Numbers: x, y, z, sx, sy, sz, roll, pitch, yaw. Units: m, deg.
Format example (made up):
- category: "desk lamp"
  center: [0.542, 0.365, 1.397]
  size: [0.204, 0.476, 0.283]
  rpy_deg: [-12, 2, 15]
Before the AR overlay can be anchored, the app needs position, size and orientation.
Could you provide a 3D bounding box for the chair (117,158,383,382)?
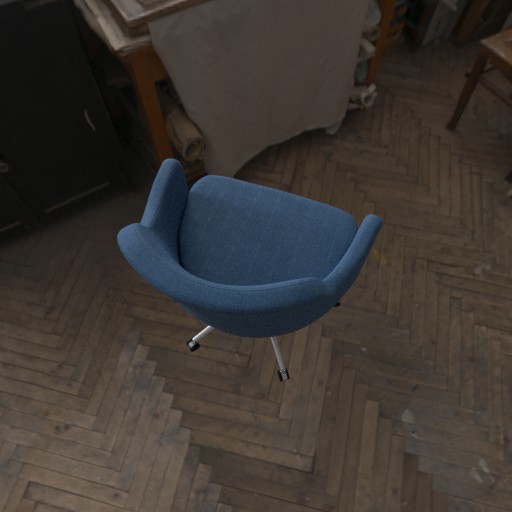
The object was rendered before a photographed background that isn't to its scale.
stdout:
- category: "chair"
  center: [0.000, 0.000, 1.255]
  size: [0.599, 0.820, 0.655]
  rpy_deg: [17, 63, 9]
